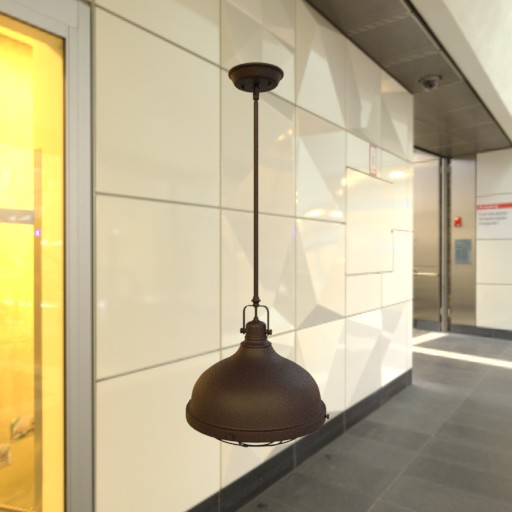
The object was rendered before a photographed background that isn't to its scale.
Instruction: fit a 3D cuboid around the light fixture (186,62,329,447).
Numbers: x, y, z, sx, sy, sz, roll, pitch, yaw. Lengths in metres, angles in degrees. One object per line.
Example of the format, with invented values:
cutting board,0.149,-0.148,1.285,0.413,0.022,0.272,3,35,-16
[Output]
light fixture,0.000,0.000,1.037,0.341,0.849,0.341,0,0,17
